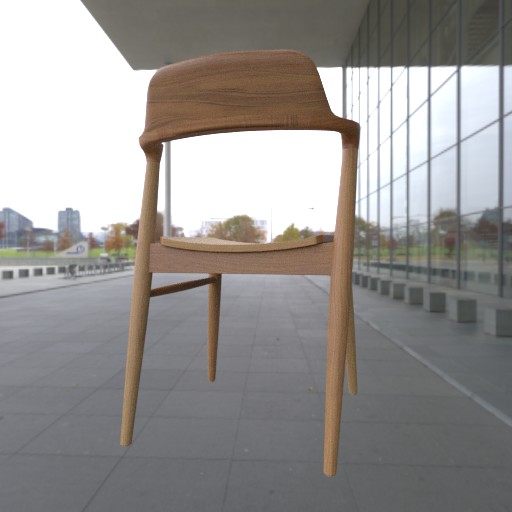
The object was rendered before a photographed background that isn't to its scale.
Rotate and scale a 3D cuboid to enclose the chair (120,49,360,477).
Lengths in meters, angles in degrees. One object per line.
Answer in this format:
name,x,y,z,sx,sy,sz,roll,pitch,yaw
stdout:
chair,0.000,0.000,1.094,0.512,0.792,0.499,0,1,17
